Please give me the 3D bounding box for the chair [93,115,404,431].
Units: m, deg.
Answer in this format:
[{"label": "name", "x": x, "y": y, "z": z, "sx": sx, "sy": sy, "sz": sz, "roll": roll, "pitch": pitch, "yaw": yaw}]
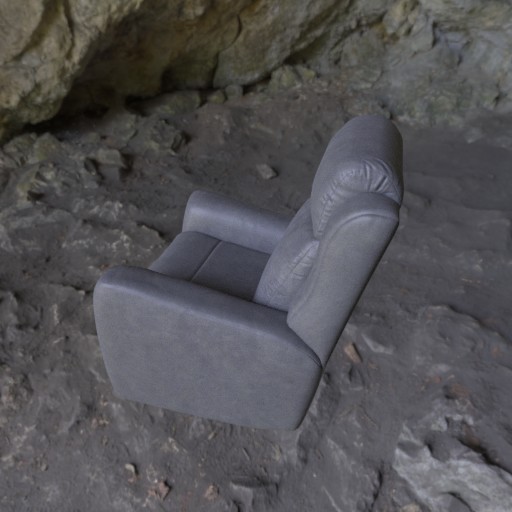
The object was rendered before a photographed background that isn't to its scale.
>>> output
[{"label": "chair", "x": 0.000, "y": 0.000, "z": 1.894, "sx": 1.068, "sy": 1.116, "sz": 0.967, "roll": 8, "pitch": 31, "yaw": 14}]
